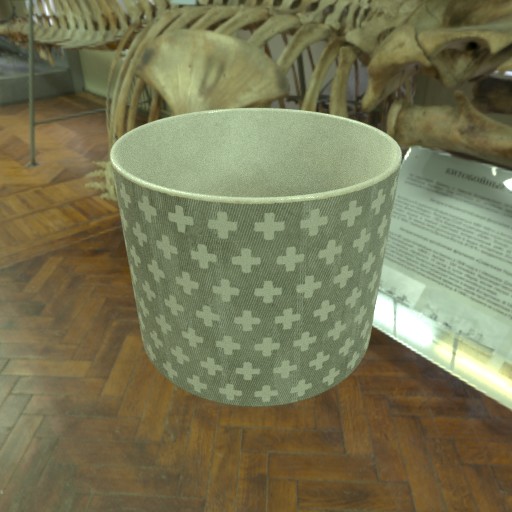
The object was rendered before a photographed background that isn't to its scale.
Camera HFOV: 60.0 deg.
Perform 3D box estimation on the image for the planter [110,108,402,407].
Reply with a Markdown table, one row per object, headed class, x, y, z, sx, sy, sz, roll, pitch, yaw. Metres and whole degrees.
| class | x | y | z | sx | sy | sz | roll | pitch | yaw |
| --- | --- | --- | --- | --- | --- | --- | --- | --- | --- |
| planter | 0.000 | 0.000 | 0.346 | 0.190 | 0.181 | 0.190 | 0 | 32 | 0 |
